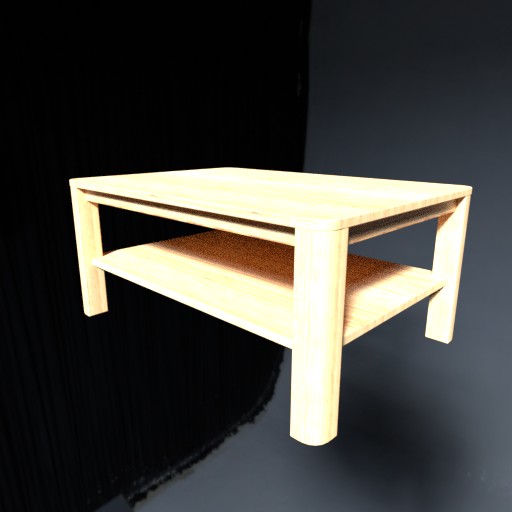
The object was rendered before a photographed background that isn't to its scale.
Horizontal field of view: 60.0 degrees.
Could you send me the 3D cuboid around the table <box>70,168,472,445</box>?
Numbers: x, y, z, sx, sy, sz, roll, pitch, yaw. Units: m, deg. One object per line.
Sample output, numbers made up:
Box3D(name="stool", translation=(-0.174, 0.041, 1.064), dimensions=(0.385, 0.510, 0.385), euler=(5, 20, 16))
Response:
Box3D(name="table", translation=(0.000, 0.000, 1.356), dimensions=(0.997, 0.445, 0.696), euler=(15, 21, 42))
